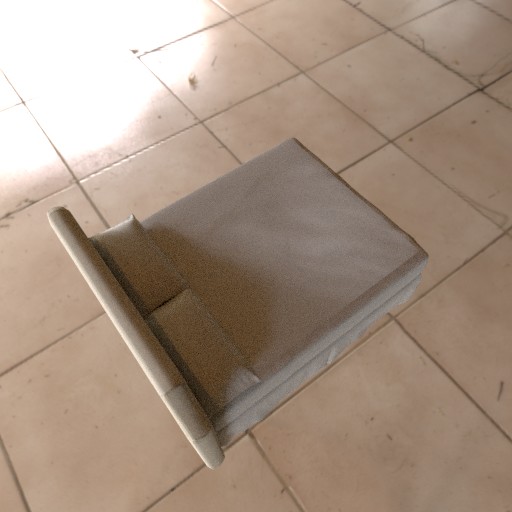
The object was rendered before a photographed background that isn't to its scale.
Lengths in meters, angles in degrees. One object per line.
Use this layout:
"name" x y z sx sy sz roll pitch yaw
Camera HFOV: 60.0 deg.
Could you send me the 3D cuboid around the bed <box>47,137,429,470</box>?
"bed" 0.000 0.000 3.273 2.164 1.297 1.828 -33 64 -19
